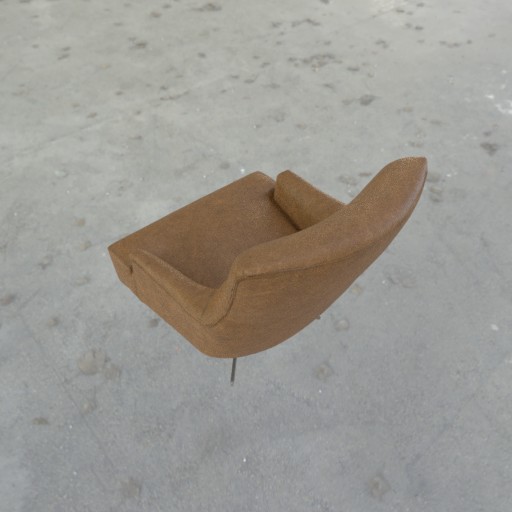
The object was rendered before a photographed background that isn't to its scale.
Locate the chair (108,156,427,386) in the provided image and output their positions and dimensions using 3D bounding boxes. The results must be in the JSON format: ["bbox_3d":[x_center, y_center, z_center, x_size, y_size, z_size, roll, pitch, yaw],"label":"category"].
[{"bbox_3d":[0.000,0.000,1.514,0.729,0.869,0.874,-32,54,-27],"label":"chair"}]
